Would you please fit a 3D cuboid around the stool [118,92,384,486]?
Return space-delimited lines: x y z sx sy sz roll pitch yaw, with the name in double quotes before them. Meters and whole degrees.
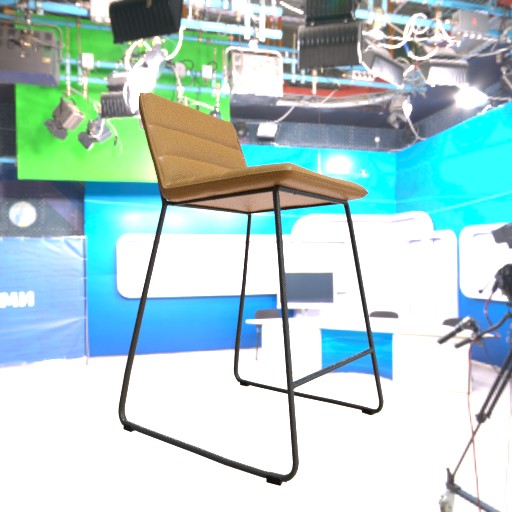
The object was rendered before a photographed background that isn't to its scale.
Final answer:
"stool" 0.000 0.000 1.160 0.524 0.866 0.489 0 0 37
